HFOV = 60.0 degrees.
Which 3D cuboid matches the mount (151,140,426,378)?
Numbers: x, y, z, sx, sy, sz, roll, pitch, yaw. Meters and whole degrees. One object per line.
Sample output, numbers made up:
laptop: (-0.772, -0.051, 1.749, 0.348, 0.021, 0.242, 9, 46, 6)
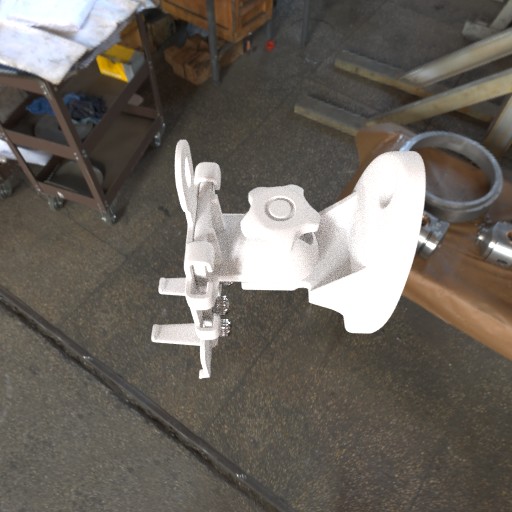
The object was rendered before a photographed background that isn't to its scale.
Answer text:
mount: (0.000, 0.000, 0.178, 0.100, 0.118, 0.066, 1, 59, 1)
